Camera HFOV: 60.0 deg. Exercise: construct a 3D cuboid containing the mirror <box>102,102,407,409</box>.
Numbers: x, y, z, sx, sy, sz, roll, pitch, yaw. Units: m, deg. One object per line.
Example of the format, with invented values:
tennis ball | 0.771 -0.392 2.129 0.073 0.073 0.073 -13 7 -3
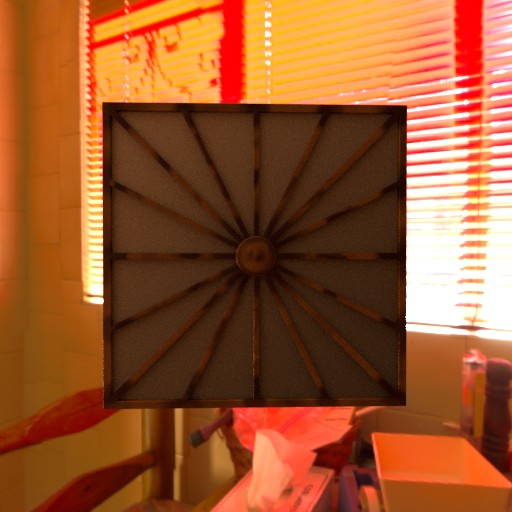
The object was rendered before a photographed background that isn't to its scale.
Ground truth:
mirror | 0.000 0.000 0.756 0.509 0.507 0.042 0 1 -2
